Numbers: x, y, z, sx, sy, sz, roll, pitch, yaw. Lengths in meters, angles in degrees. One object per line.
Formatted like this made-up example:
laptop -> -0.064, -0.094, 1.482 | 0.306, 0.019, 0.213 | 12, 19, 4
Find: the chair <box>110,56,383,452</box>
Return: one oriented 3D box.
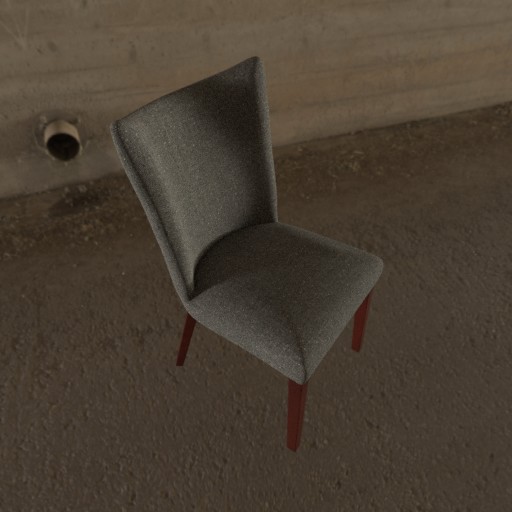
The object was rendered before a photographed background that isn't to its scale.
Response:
chair -> 0.000, 0.000, 1.295 | 0.623, 0.924, 0.535 | 25, 47, 25
